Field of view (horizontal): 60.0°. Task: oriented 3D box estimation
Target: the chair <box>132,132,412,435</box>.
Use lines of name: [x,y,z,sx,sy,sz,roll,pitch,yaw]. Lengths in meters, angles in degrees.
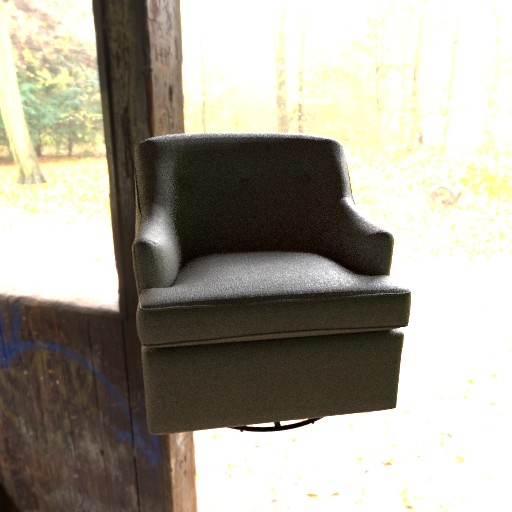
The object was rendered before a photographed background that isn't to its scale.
chair: [0.000,0.000,1.614,0.864,0.856,0.923,-3,17,-9]
